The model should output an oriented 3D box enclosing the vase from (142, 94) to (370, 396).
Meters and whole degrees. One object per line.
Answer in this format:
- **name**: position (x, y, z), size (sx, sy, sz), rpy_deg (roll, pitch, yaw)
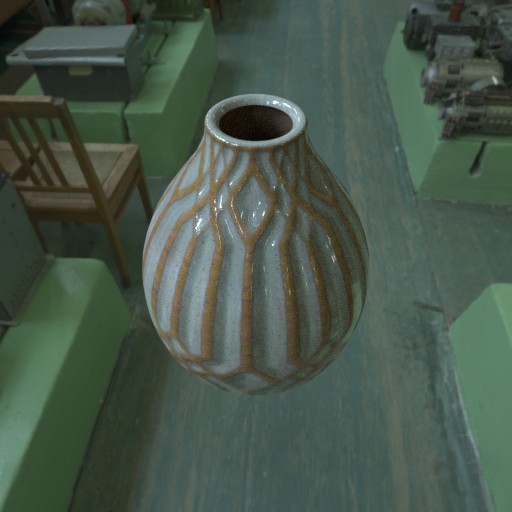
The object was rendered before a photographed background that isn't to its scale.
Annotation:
- **vase**: position (0.000, 0.000, 0.254), size (0.131, 0.175, 0.131), rpy_deg (0, 47, 0)
